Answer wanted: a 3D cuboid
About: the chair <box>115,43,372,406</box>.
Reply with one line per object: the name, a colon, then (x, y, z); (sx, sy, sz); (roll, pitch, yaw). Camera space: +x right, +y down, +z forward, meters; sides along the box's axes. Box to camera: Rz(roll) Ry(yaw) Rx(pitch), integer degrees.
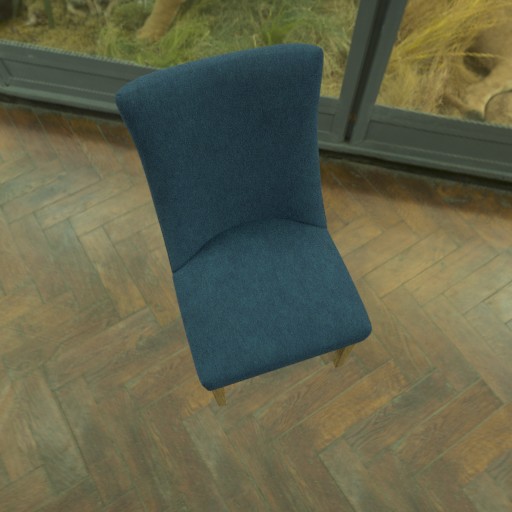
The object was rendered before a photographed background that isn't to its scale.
chair: (0.000, 0.000, 1.258); (0.495, 0.902, 0.609); (-16, 64, -8)
